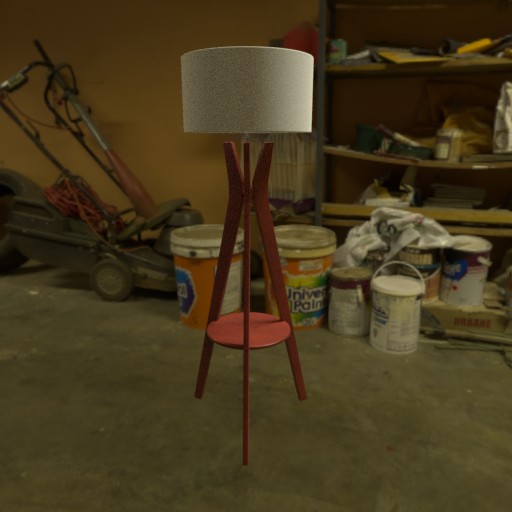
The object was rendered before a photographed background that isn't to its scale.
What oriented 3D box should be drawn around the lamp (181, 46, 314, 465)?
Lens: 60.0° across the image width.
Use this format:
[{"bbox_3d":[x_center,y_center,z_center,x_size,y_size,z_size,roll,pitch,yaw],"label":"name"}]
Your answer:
[{"bbox_3d":[0.000,0.000,1.800,0.542,1.472,0.539,-8,17,-27],"label":"lamp"}]
